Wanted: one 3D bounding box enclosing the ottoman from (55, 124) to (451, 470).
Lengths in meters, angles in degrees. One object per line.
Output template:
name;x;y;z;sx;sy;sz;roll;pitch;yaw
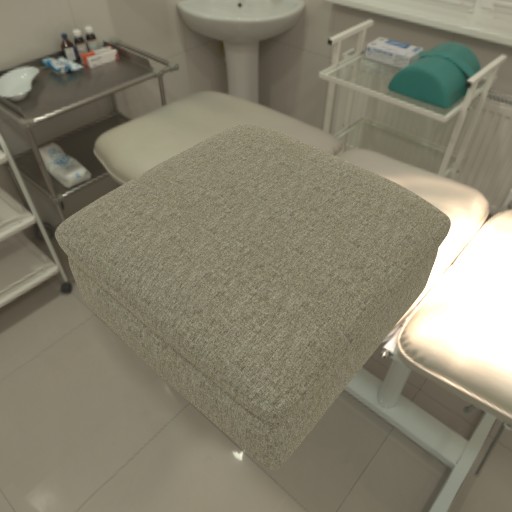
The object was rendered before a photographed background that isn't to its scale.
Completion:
ottoman;0.000;0.000;1.657;1.039;0.526;1.035;32;54;28
